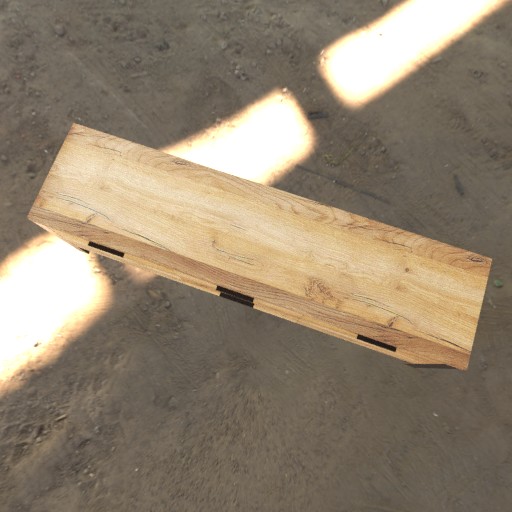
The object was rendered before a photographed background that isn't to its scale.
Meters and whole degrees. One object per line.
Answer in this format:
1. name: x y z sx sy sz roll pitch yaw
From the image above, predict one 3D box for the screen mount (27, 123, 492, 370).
1. screen mount: 0.000 0.000 1.705 1.524 0.450 0.395 19 77 4
